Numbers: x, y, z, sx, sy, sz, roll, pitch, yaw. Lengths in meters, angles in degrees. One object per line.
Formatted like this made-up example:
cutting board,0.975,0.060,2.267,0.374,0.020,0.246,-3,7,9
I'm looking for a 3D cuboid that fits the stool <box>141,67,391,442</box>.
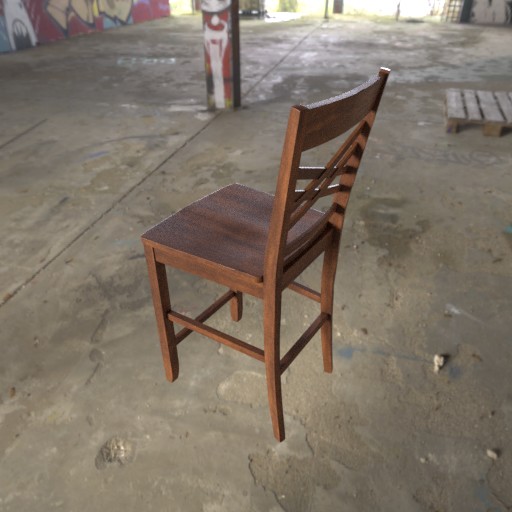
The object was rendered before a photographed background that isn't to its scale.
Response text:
stool,0.000,0.000,1.377,0.539,1.079,0.462,21,39,28
